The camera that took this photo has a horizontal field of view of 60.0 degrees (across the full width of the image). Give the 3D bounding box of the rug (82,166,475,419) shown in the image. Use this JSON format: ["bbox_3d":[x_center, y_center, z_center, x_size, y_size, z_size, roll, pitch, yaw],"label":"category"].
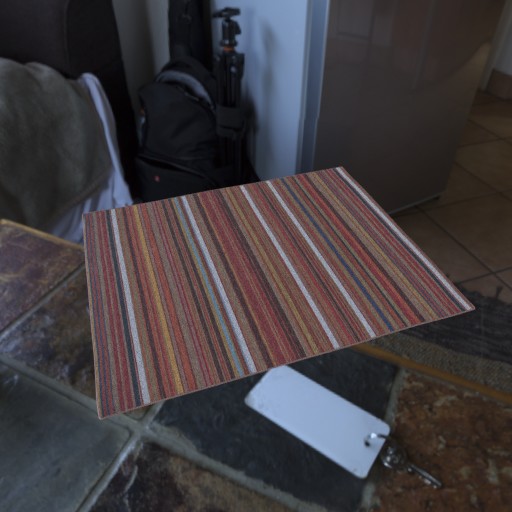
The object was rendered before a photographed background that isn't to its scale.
[{"bbox_3d":[0.000,0.000,4.233,3.092,0.023,2.479,-13,43,-14],"label":"rug"}]
